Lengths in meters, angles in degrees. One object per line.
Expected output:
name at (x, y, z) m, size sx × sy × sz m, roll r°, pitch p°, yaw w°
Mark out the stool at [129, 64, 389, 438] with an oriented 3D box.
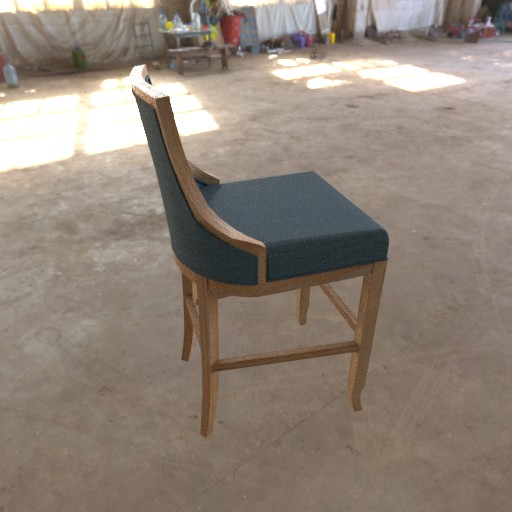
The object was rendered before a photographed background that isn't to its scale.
stool at (0.000, 0.000, 1.416) m, size 0.626 × 1.101 × 0.524 m, roll -10°, pitch 33°, yaw -15°
